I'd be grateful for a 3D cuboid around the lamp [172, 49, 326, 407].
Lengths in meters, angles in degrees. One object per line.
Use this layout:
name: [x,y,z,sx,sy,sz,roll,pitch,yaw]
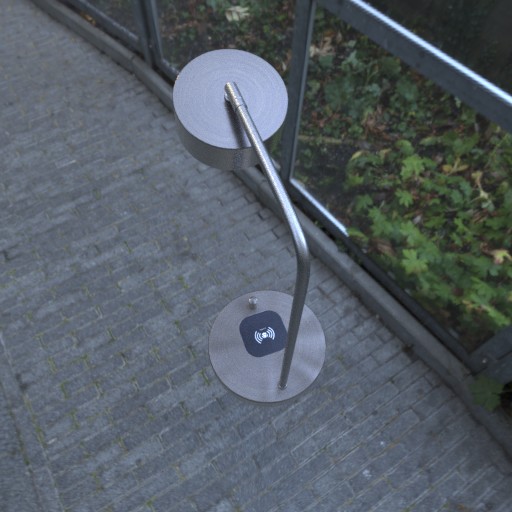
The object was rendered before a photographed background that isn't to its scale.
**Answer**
lamp: [0.000,0.000,0.647,0.211,0.469,0.334,-16,60,-10]
